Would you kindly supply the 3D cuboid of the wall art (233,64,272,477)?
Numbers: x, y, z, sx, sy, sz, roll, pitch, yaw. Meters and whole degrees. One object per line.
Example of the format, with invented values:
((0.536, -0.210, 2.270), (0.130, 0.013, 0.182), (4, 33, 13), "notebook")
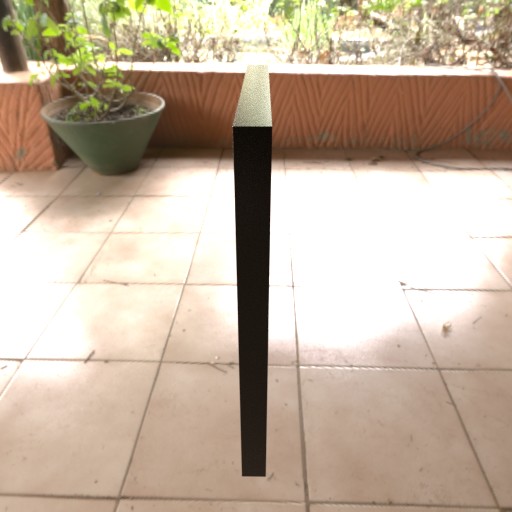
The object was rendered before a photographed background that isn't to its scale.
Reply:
((0.000, 0.000, 0.758), (0.038, 0.551, 0.448), (0, 30, 1), "wall art")
